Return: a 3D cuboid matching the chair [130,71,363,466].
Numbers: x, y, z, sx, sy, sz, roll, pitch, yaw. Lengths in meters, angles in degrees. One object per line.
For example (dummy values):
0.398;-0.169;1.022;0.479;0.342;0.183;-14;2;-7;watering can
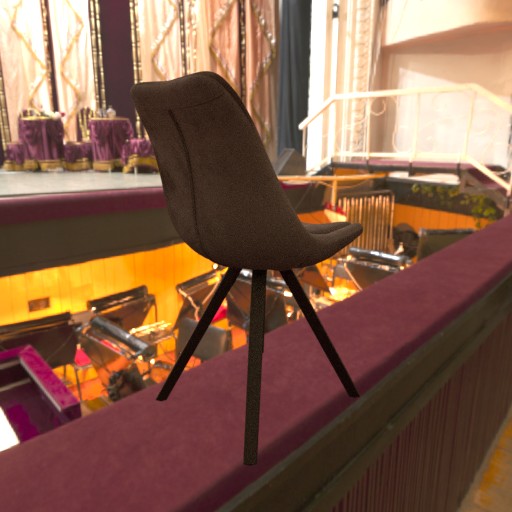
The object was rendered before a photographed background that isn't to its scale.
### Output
0.000;0.000;1.191;0.550;0.850;0.476;-14;19;-43;chair
